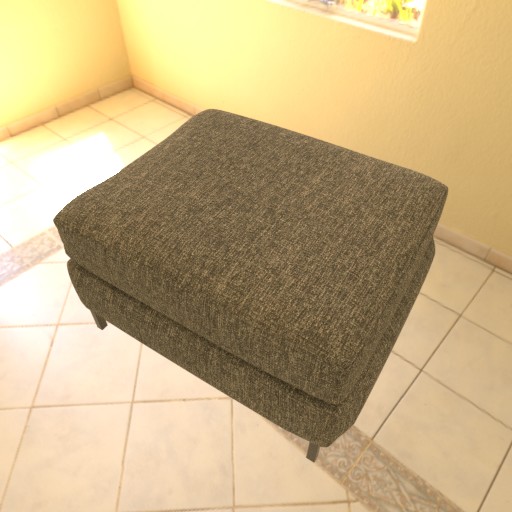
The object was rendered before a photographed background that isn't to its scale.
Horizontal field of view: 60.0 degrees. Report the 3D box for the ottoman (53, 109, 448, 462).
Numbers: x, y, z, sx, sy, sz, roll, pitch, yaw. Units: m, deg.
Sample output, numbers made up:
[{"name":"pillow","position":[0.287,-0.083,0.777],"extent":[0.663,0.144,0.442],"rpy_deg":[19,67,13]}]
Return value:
[{"name":"ottoman","position":[0.000,0.000,1.202],"extent":[0.828,0.480,0.683],"rpy_deg":[25,51,22]}]
